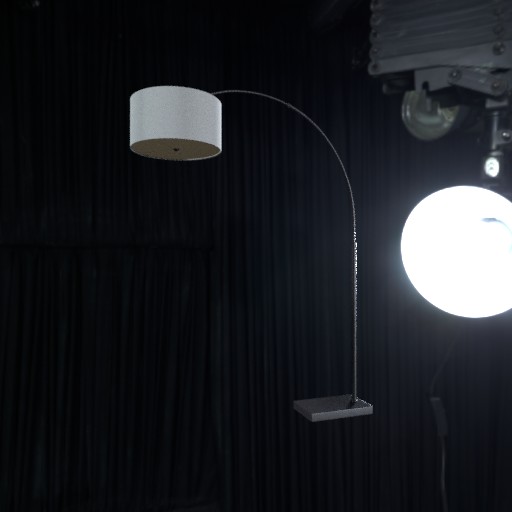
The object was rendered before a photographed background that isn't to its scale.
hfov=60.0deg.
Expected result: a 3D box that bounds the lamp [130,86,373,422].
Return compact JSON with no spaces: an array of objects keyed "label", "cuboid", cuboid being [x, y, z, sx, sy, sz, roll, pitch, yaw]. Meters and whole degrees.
[{"label":"lamp","cuboid":[0.000,0.000,2.598,1.424,1.927,0.493,0,-1,-19]}]
